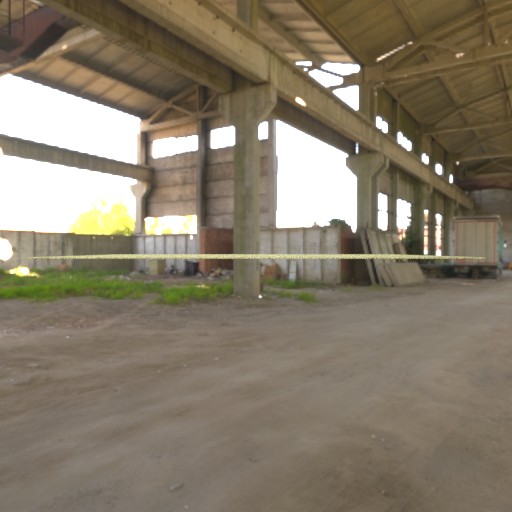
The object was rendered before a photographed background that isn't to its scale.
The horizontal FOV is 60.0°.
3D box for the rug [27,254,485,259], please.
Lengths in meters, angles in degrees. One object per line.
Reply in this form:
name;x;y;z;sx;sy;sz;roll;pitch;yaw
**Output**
rug;0.000;0.000;2.250;1.747;0.006;1.143;0;1;0
